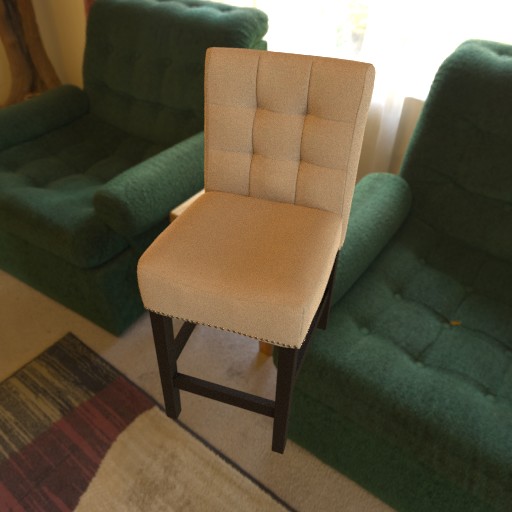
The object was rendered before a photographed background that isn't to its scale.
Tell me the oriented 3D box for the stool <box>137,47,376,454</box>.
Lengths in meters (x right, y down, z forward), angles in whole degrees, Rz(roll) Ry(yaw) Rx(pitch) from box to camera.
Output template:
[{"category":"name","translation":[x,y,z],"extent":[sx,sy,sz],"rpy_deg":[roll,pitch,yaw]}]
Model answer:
[{"category":"stool","translation":[0.000,0.000,1.177],"extent":[0.427,0.885,0.571],"rpy_deg":[12,42,14]}]
